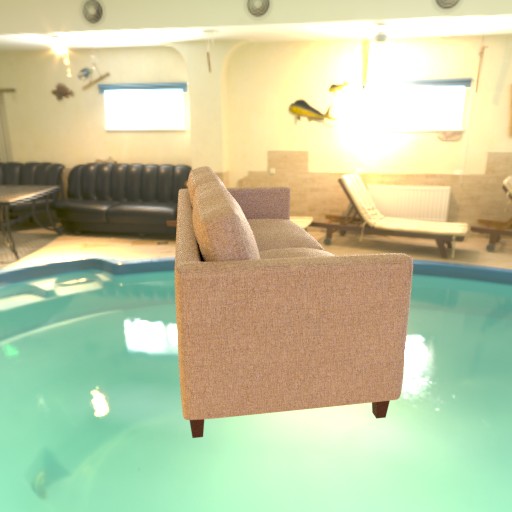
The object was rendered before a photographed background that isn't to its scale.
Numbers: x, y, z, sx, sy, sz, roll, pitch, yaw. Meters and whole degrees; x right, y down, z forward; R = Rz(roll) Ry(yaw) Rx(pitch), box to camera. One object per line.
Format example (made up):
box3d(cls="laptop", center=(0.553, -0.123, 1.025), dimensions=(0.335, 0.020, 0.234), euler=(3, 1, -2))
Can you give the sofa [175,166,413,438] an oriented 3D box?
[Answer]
box3d(cls="sofa", center=(0.000, 0.000, 2.748), dimensions=(0.951, 0.965, 2.208), euler=(-3, 16, -9))
